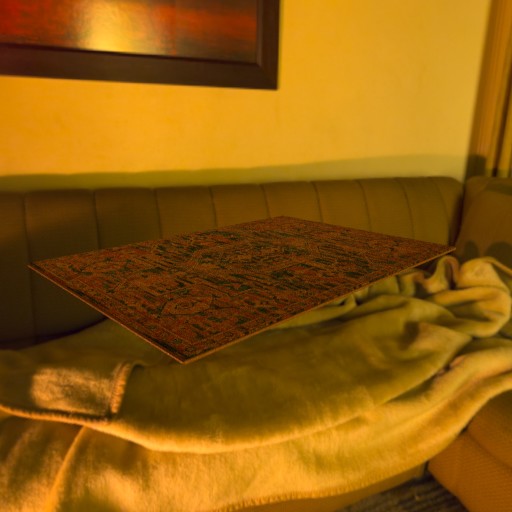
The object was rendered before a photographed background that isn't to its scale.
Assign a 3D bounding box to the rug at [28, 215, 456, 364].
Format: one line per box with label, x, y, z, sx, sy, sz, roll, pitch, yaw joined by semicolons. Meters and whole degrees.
rug;0.000;0.000;2.790;2.204;0.024;1.588;-15;21;-42
